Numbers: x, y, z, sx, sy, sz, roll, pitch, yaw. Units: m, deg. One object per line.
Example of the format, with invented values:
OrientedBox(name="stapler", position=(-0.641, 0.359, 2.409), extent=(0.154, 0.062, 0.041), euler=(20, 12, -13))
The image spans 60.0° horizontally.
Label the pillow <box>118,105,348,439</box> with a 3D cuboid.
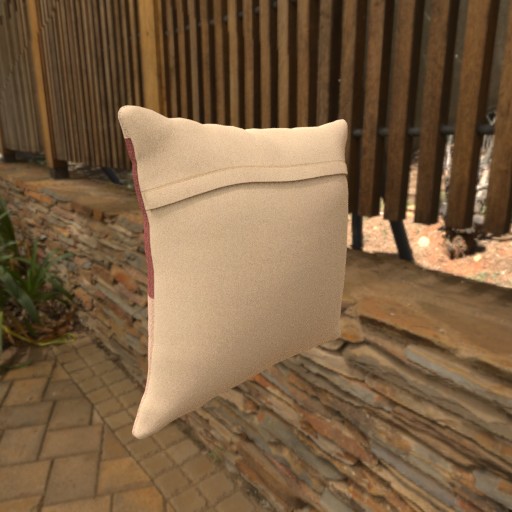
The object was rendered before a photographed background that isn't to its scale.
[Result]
OrientedBox(name="pillow", position=(0.000, 0.000, 0.814), extent=(0.536, 0.506, 0.229), euler=(-15, 21, -42))
